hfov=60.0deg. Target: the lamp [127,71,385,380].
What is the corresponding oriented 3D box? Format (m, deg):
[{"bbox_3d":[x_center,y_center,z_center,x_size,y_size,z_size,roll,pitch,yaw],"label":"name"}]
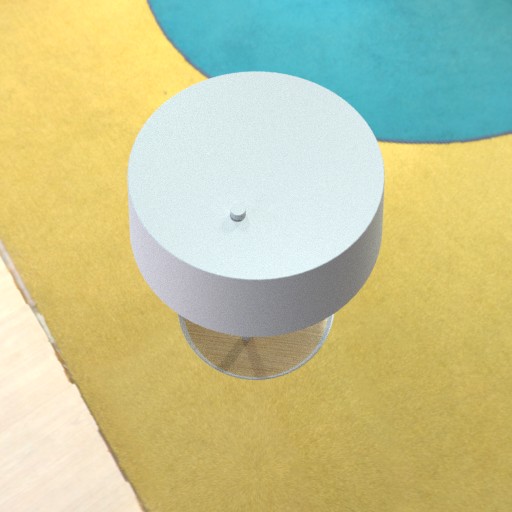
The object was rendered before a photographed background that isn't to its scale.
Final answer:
[{"bbox_3d":[0.000,0.000,0.612,0.291,0.429,0.291,0,64,0],"label":"lamp"}]
